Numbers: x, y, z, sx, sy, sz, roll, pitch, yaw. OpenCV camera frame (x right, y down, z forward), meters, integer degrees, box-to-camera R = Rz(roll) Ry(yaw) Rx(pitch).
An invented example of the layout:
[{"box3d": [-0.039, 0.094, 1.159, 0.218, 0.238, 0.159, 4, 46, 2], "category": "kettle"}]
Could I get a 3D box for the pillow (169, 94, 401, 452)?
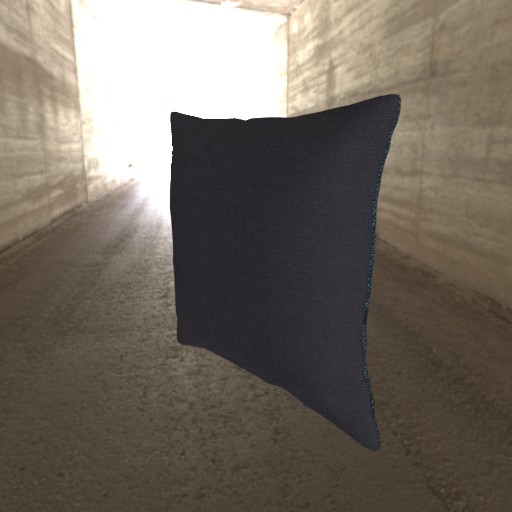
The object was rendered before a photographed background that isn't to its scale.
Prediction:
[{"box3d": [0.000, 0.000, 0.653, 0.138, 0.430, 0.436, -13, 19, -43], "category": "pillow"}]
